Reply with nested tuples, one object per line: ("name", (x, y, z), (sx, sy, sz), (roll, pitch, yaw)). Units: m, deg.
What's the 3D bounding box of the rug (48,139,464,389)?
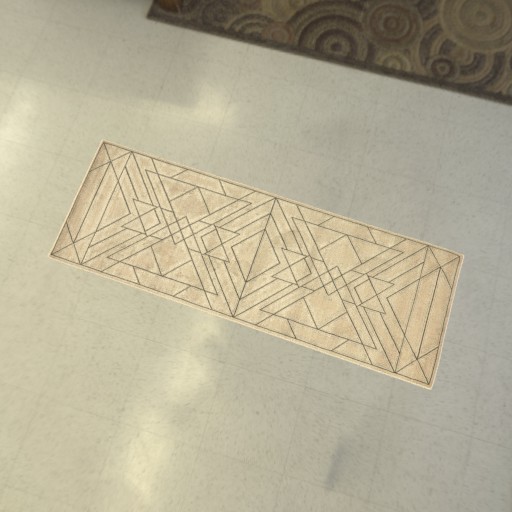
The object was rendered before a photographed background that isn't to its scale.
("rug", (0.000, 0.000, 2.675), (2.381, 0.036, 0.831), (18, 77, 4))
